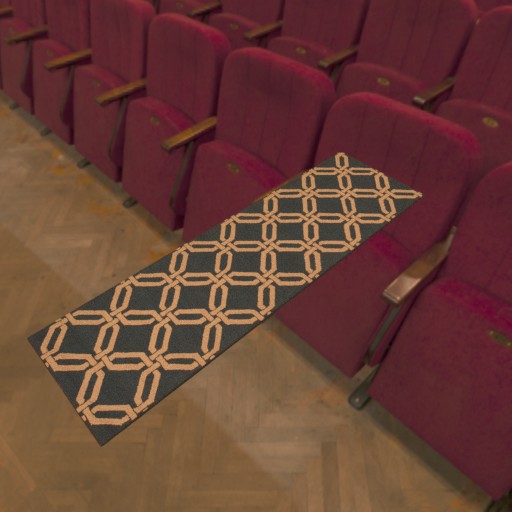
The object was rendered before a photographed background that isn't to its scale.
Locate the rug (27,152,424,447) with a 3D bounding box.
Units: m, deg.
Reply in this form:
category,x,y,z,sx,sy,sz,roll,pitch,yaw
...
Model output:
category,x,y,z,sx,sy,sz,roll,pitch,yaw
rug,0.000,0.000,2.421,2.276,0.014,0.678,-34,55,-28
